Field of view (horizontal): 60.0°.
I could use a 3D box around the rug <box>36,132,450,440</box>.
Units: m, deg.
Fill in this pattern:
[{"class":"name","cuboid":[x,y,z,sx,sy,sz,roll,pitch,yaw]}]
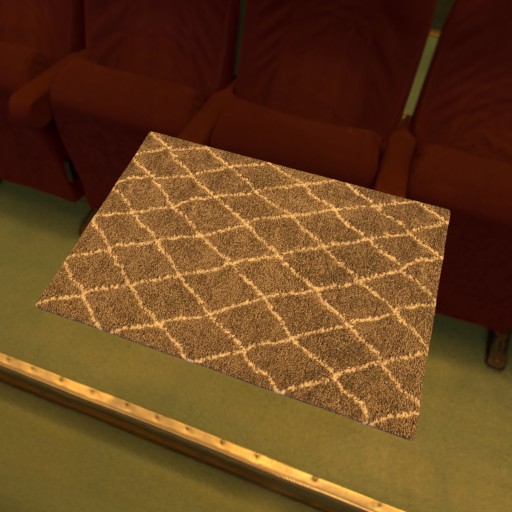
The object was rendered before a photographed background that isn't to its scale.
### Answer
[{"class":"rug","cuboid":[0.000,0.000,2.228,1.778,0.030,1.219,17,61,10]}]
